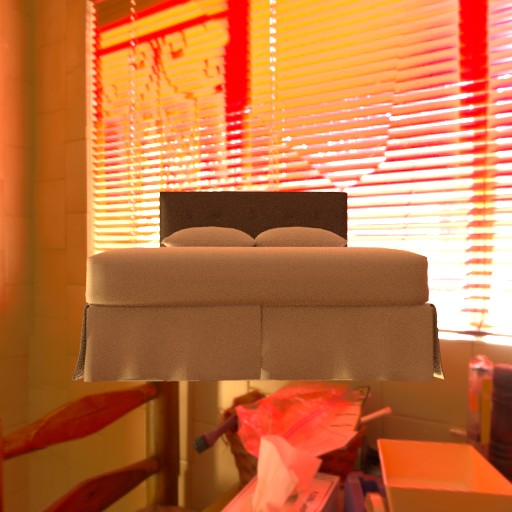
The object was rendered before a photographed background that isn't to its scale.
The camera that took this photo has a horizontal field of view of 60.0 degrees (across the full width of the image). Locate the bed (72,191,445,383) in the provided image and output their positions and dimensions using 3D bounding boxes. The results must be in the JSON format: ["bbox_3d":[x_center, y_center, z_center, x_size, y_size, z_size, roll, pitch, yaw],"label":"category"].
[{"bbox_3d":[0.000,0.000,2.820,1.610,1.089,1.894,0,0,-1],"label":"bed"}]
